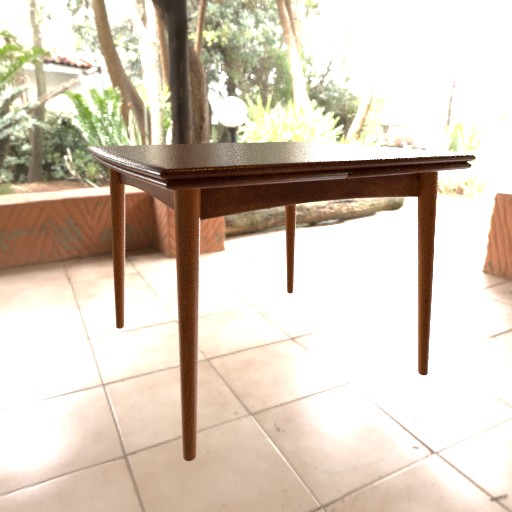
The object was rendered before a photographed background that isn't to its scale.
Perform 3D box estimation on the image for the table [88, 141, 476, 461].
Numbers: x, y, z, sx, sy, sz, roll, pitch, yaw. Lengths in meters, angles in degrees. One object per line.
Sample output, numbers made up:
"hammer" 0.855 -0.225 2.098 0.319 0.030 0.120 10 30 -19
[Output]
"table" 0.000 0.000 1.612 0.991 0.754 0.991 -9 19 -27
